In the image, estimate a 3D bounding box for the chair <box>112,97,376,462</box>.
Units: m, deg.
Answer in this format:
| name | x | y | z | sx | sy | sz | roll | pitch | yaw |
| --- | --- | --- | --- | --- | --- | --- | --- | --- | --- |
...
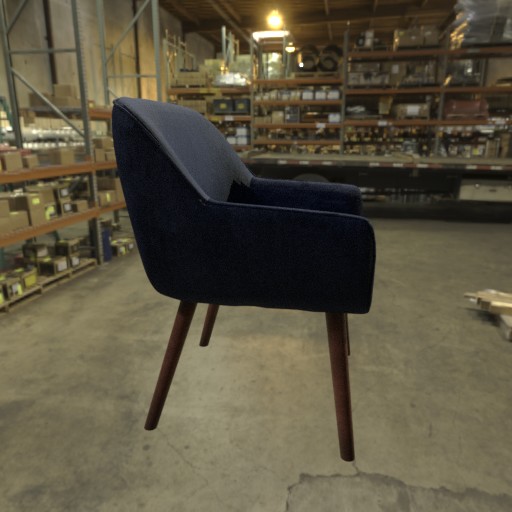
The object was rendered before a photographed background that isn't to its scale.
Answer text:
| name | x | y | z | sx | sy | sz | roll | pitch | yaw |
| --- | --- | --- | --- | --- | --- | --- | --- | --- | --- |
| chair | 0.000 | 0.000 | 1.232 | 0.600 | 0.820 | 0.600 | 3 | 16 | 10 |
